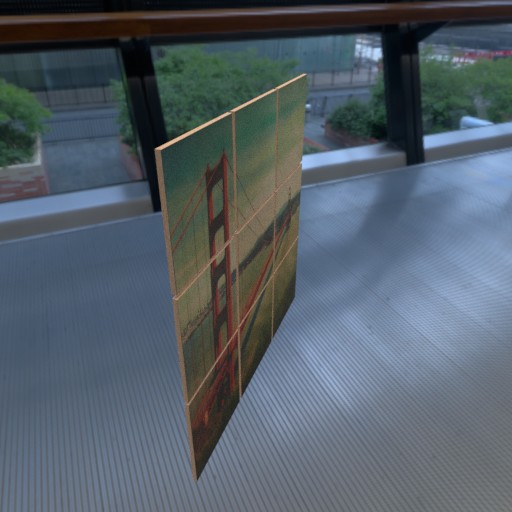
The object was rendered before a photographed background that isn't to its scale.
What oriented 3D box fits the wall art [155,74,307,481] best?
[{"bbox_3d":[0.000,0.000,1.340,0.012,0.910,0.917,11,32,18],"label":"wall art"}]
